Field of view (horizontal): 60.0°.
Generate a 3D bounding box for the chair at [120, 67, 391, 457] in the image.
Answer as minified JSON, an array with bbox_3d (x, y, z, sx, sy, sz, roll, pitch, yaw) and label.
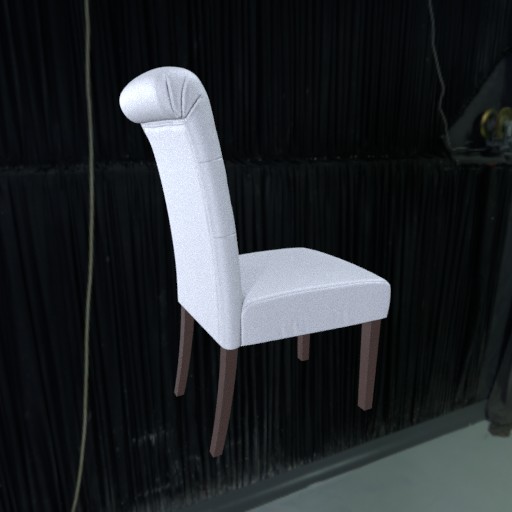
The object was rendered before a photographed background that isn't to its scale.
[{"bbox_3d":[0.000,0.000,1.343,0.671,1.006,0.456,-8,17,-26],"label":"chair"}]
